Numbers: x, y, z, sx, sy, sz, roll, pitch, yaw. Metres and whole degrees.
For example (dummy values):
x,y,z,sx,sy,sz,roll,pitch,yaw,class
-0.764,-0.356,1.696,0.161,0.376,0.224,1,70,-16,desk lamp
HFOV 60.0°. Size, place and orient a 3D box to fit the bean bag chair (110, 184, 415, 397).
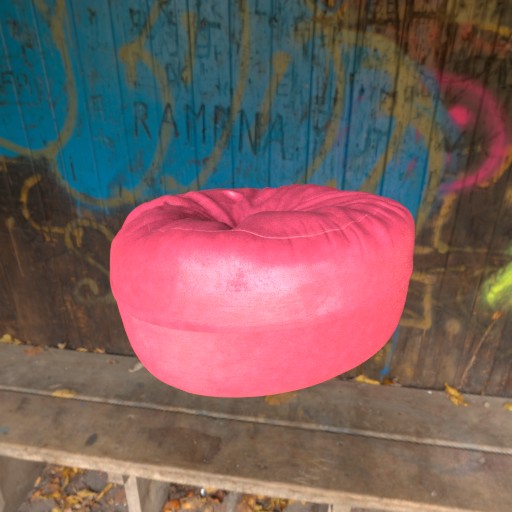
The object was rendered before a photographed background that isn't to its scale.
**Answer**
x,y,z,sx,sy,sz,roll,pitch,yaw,class
0.000,0.000,2.421,1.524,0.878,1.524,-9,28,-17,bean bag chair
